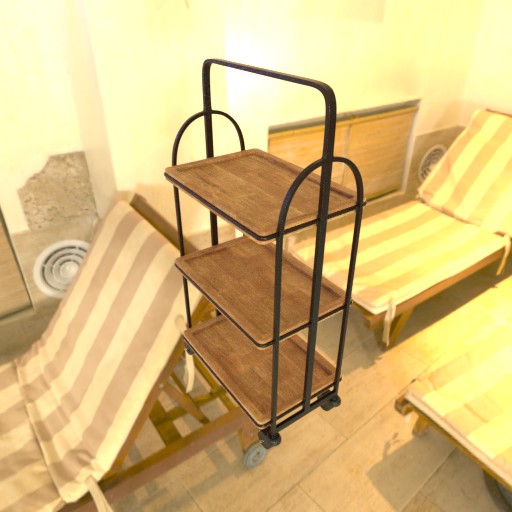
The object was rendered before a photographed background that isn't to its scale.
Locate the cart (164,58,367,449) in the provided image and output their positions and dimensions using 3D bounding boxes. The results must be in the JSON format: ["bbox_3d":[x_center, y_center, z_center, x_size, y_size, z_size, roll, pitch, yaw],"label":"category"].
[{"bbox_3d":[0.000,0.000,1.265,0.327,1.001,0.553,-20,37,-30],"label":"cart"}]
